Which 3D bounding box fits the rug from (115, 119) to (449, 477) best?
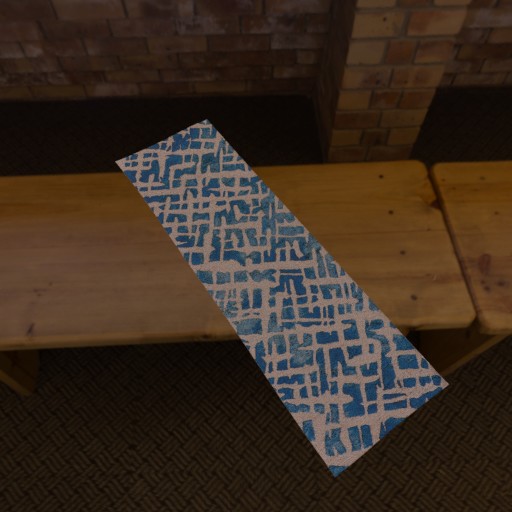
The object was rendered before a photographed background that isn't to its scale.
[{"bbox_3d":[0.000,0.000,2.734,0.768,0.011,2.446,-30,63,-17],"label":"rug"}]
